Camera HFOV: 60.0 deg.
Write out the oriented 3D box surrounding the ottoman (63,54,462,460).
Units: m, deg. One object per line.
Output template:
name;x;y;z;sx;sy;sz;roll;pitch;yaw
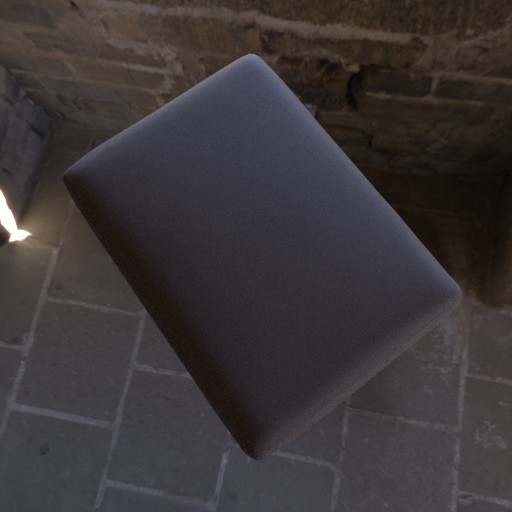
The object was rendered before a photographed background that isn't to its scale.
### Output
ottoman;0.000;0.000;1.150;0.574;0.497;0.773;-35;78;-8
